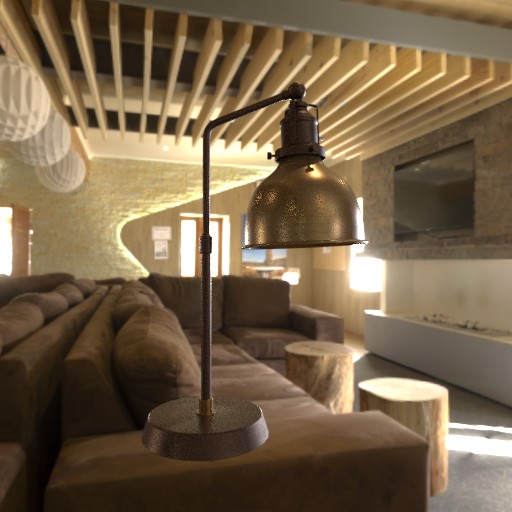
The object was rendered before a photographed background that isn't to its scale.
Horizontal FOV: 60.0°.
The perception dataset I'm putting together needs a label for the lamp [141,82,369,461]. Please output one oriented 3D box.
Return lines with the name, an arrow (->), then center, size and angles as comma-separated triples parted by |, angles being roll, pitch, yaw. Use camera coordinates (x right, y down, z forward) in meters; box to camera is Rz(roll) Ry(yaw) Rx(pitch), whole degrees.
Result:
lamp -> 0.000, 0.000, 0.593 | 0.298, 0.469, 0.175 | 0, -1, 0
